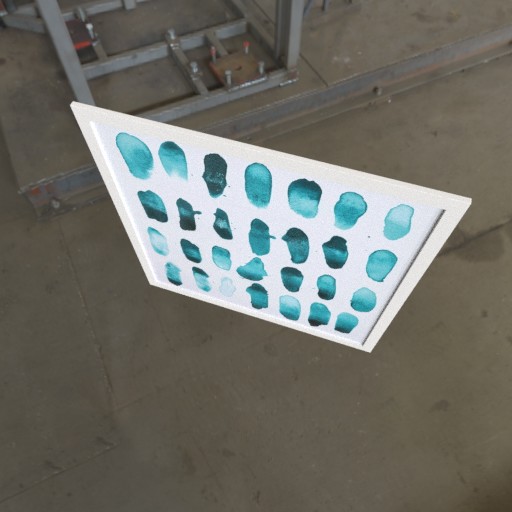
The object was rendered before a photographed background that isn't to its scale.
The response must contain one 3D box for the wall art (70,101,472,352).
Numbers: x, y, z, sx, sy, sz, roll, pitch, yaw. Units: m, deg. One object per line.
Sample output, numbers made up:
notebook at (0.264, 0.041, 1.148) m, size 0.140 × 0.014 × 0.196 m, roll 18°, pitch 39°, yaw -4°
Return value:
wall art at (0.000, 0.000, 0.830) m, size 0.558 × 0.559 × 0.009 m, roll 16°, pitch 60°, yaw 9°
